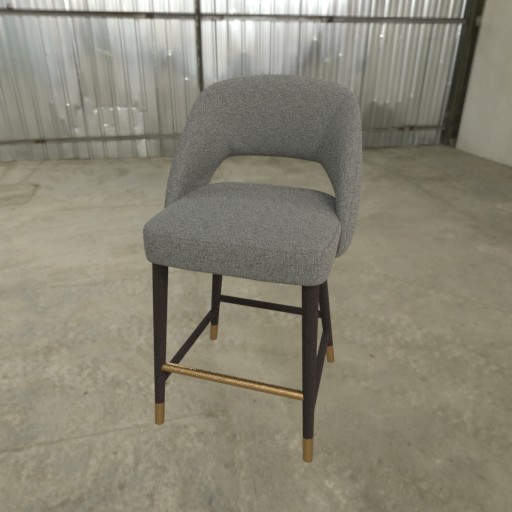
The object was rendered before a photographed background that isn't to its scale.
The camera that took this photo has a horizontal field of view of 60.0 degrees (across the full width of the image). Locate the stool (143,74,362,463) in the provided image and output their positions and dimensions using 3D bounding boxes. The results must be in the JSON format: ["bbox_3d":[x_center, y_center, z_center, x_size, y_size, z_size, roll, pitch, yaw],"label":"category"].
[{"bbox_3d":[0.000,0.000,1.257,0.536,0.925,0.524,8,27,15],"label":"stool"}]
